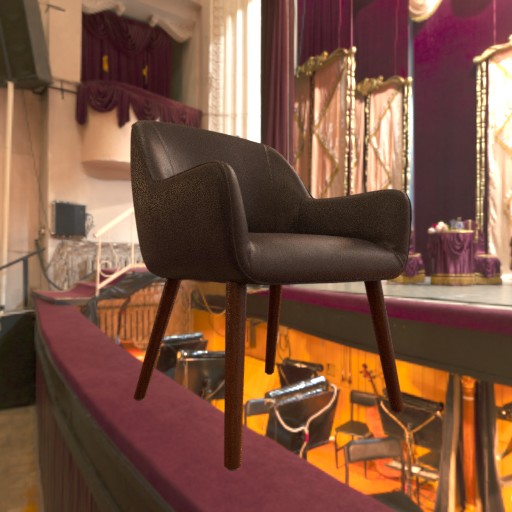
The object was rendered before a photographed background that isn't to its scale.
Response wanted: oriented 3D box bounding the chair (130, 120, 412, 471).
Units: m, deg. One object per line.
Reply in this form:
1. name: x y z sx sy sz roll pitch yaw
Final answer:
1. chair: 0.000 0.000 1.235 0.610 0.828 0.610 0 -1 -37
